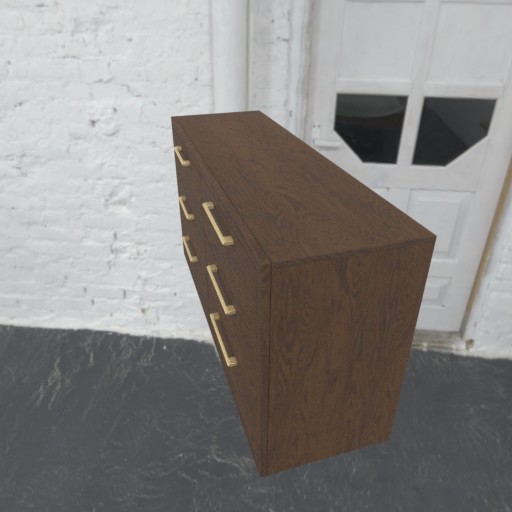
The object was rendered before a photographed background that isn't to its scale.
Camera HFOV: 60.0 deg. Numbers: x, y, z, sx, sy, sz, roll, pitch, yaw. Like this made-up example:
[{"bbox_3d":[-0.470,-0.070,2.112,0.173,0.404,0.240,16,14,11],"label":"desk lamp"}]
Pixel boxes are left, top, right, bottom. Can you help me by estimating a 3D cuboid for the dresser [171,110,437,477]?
[{"bbox_3d":[0.000,0.000,1.937,0.512,0.889,1.523,-9,32,-15],"label":"dresser"}]
